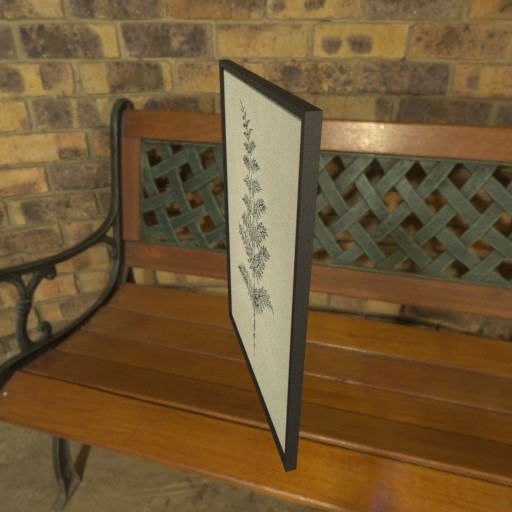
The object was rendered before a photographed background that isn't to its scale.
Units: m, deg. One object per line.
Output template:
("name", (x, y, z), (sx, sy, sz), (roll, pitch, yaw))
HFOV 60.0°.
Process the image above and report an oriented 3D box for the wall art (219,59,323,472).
("wall art", (0.000, 0.000, 1.418), (0.036, 1.070, 0.802), (-8, 31, -13))
